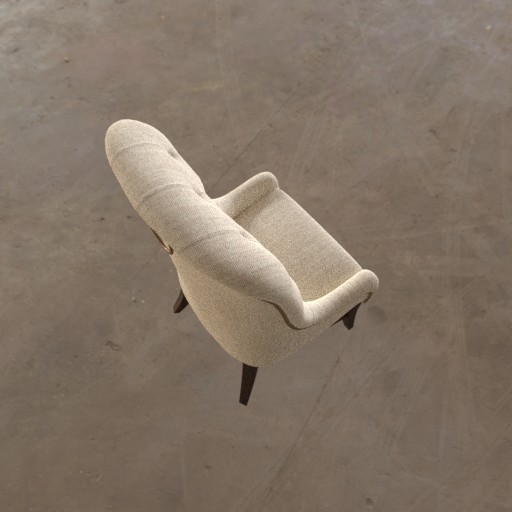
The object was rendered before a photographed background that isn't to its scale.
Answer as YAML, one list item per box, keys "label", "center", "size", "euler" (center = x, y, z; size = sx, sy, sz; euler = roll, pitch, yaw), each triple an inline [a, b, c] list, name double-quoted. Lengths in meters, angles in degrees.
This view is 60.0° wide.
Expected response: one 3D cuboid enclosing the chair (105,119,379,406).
- label: "chair"
  center: [0.000, 0.000, 1.470]
  size: [0.629, 1.091, 0.634]
  euler: [-34, 65, -18]
